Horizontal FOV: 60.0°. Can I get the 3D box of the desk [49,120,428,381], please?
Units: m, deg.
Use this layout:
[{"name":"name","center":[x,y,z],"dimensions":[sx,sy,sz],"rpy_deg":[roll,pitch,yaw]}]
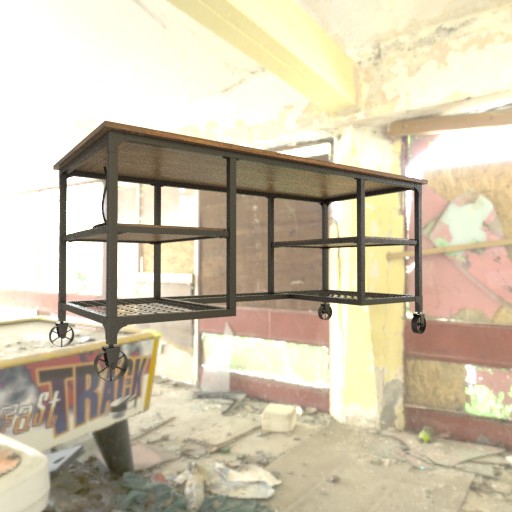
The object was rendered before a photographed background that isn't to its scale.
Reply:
[{"name":"desk","center":[0.000,0.000,1.998],"dimensions":[1.590,0.751,0.711],"rpy_deg":[1,-1,-35]}]
